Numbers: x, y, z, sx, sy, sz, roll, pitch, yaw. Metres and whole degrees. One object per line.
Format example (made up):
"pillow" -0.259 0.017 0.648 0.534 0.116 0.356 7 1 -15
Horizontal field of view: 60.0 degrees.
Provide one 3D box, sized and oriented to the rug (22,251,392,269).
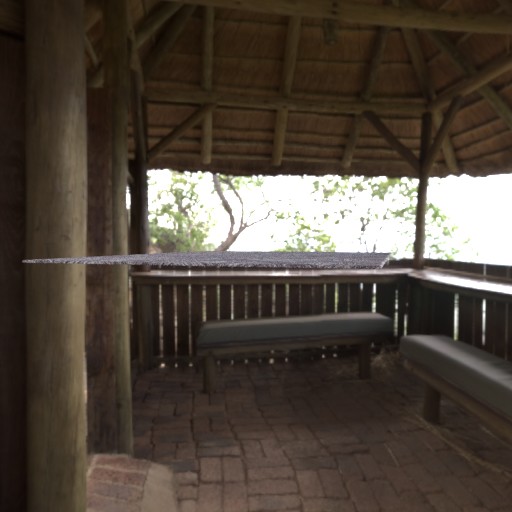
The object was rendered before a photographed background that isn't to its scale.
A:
"rug" 0.000 0.000 4.253 2.448 0.017 3.204 1 2 18
